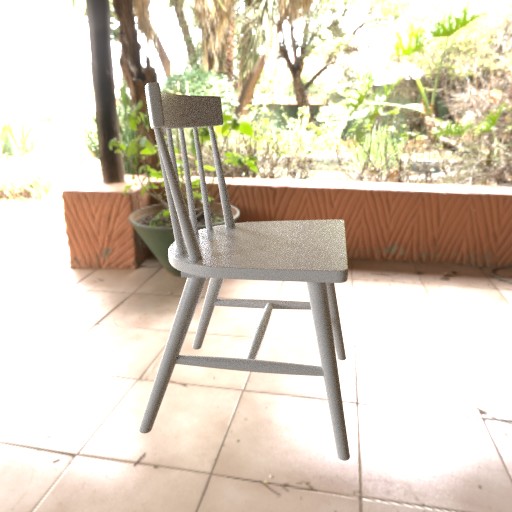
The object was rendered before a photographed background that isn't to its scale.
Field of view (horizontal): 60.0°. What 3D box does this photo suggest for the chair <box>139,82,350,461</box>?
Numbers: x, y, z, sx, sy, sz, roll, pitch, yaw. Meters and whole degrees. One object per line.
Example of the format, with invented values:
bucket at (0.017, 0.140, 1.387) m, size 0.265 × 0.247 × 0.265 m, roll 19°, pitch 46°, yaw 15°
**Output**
chair at (0.000, 0.000, 1.120) m, size 0.500 × 0.787 × 0.483 m, roll 3°, pitch 17°, yaw 10°
